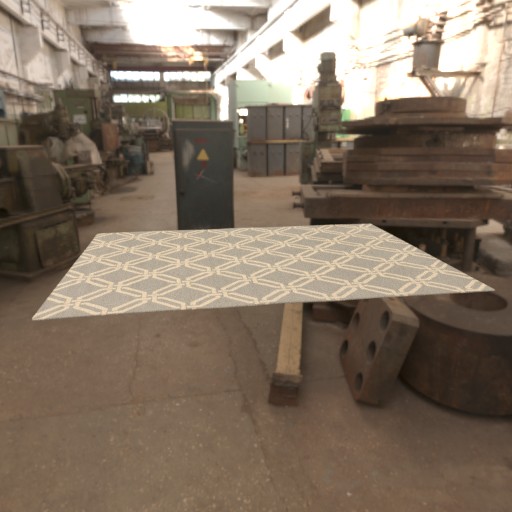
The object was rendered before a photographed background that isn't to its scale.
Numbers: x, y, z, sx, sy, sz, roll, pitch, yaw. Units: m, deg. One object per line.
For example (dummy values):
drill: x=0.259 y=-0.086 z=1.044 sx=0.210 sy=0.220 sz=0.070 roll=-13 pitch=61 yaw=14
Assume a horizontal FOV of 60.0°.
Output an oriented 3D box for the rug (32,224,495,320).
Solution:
rug: x=0.000 y=0.000 z=2.715 sx=2.133 sy=0.013 sz=1.522 roll=-3 pitch=17 yaw=-9
